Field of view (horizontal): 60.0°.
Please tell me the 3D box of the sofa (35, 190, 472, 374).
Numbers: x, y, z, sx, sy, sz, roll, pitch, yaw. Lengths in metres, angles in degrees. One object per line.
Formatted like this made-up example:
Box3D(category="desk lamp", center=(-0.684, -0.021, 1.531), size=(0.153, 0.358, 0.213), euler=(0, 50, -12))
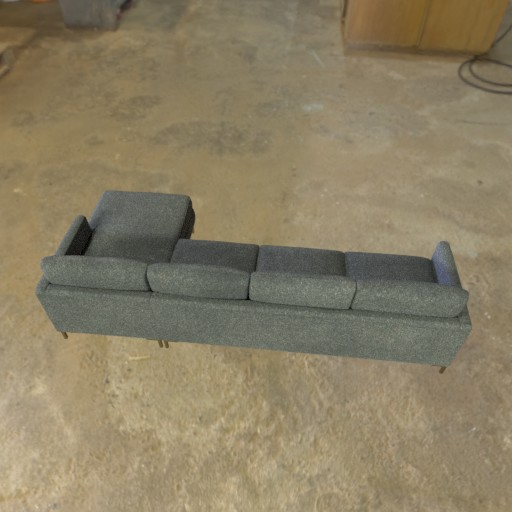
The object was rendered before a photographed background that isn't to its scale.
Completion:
Box3D(category="sofa", center=(0.000, 0.000, 3.473), size=(2.932, 0.810, 1.350), euler=(4, 47, 4))
